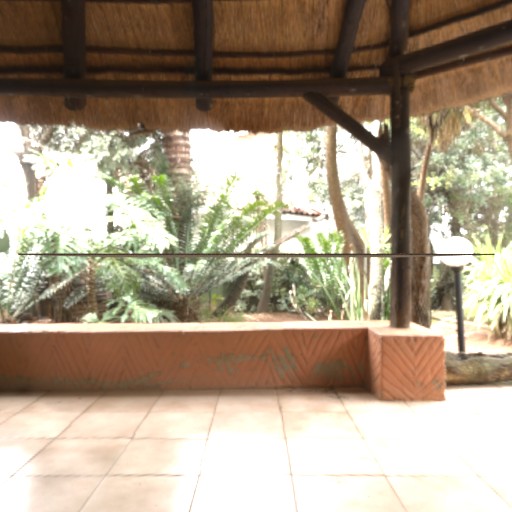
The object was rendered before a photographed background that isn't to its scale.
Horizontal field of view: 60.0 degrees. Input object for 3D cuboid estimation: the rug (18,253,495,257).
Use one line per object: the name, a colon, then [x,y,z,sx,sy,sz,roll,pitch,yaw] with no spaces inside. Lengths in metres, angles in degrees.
rug: [0.000,0.000,2.867,2.238,0.008,1.593,0,-1,-1]
